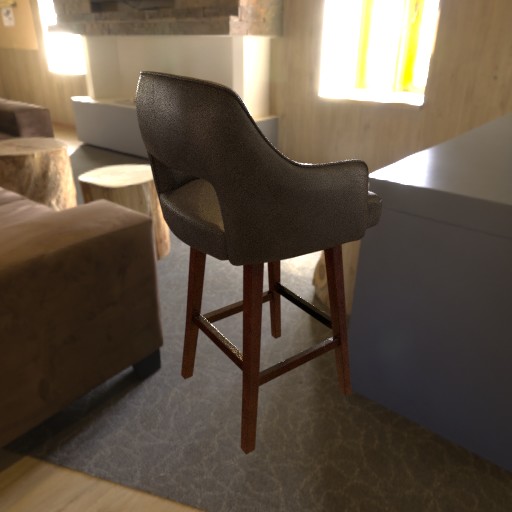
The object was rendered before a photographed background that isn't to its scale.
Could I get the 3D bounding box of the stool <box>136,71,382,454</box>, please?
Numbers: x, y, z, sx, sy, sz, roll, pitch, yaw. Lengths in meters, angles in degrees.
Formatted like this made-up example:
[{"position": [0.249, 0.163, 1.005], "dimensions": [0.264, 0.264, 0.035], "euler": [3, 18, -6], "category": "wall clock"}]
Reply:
[{"position": [0.000, 0.000, 1.330], "dimensions": [0.560, 1.041, 0.550], "euler": [-17, 31, -31], "category": "stool"}]
